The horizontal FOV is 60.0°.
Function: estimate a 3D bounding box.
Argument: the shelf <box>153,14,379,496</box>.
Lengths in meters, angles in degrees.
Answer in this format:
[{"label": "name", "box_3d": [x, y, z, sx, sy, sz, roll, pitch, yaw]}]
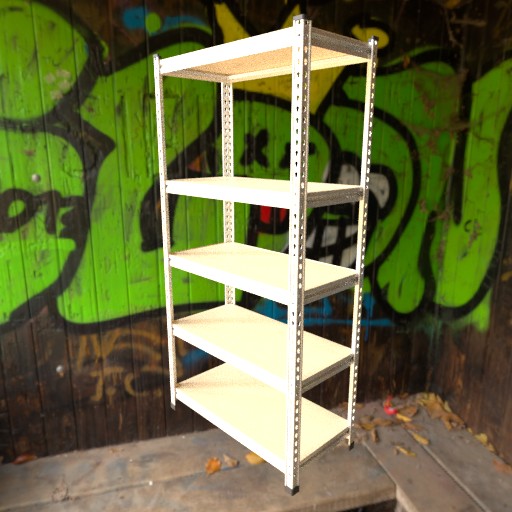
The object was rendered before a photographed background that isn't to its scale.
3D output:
[{"label": "shelf", "box_3d": [0.000, 0.000, 2.102, 0.457, 1.829, 0.914, -13, 19, -42]}]
